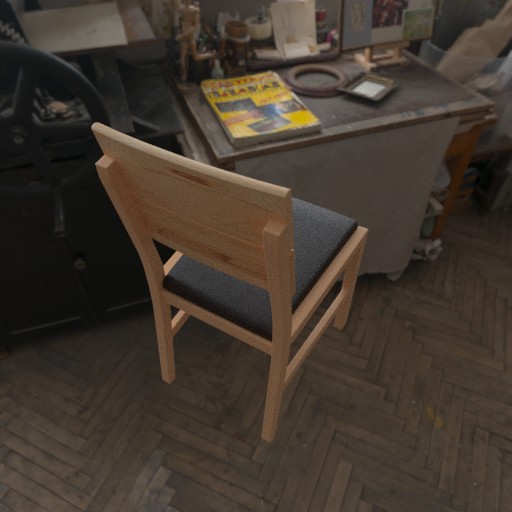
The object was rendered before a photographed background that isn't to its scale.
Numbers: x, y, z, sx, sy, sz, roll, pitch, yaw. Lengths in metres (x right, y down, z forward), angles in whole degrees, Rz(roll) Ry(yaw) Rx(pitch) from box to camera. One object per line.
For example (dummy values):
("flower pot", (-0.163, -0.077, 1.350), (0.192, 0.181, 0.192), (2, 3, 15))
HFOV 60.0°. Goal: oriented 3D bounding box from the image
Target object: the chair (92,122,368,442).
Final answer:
("chair", (0.000, 0.000, 1.268), (0.475, 0.950, 0.560), (23, 49, 21))
